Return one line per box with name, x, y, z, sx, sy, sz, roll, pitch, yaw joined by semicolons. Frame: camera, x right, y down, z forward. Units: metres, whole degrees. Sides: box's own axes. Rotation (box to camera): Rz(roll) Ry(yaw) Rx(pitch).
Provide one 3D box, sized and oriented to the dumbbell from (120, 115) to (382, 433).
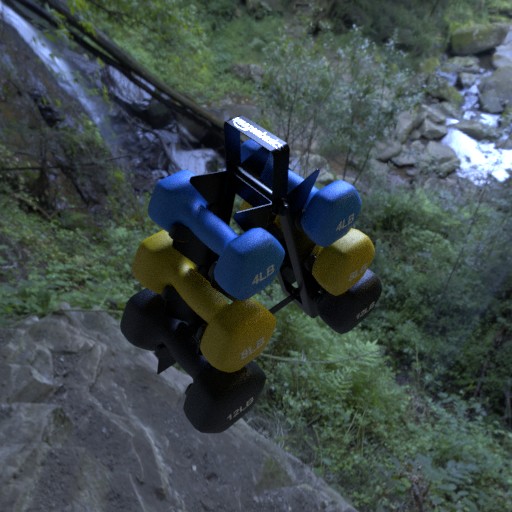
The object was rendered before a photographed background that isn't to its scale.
dumbbell;0.000;0.000;0.677;0.409;0.426;0.255;-31;54;-26
